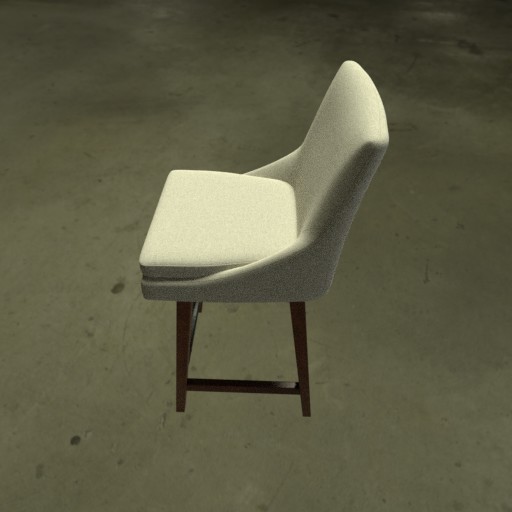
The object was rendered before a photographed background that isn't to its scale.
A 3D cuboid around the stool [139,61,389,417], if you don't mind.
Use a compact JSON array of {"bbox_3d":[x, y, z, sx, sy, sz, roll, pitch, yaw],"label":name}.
[{"bbox_3d":[0.000,0.000,1.311,0.559,0.991,0.469,2,42,2],"label":"stool"}]
